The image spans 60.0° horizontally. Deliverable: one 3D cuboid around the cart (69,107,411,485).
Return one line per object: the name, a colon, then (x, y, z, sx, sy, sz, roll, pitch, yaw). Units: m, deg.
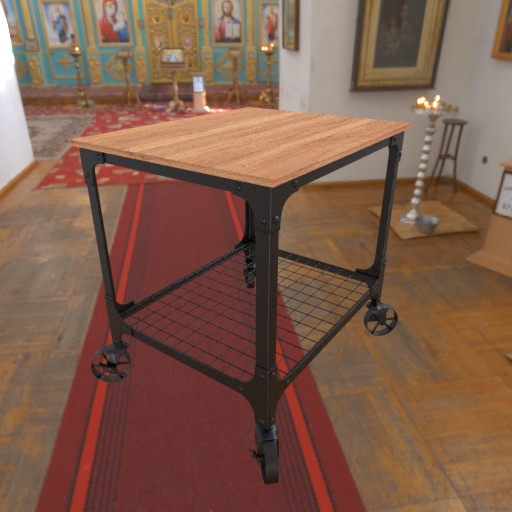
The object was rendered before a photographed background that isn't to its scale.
cart: (0.000, 0.000, 1.090, 0.558, 0.603, 0.666, 17, 31, 32)
